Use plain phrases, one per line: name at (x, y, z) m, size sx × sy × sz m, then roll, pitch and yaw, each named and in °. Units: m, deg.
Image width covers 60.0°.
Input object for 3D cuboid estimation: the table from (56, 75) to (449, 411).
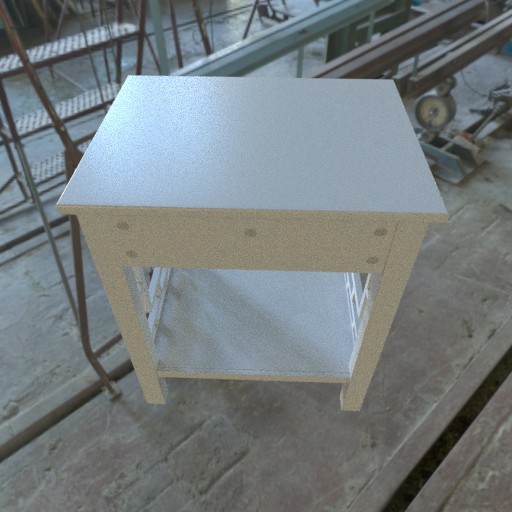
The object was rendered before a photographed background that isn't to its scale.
table at (0.000, 0.000, 1.018) m, size 0.564 × 0.646 × 0.451 m, roll 2°, pitch 46°, yaw 1°
